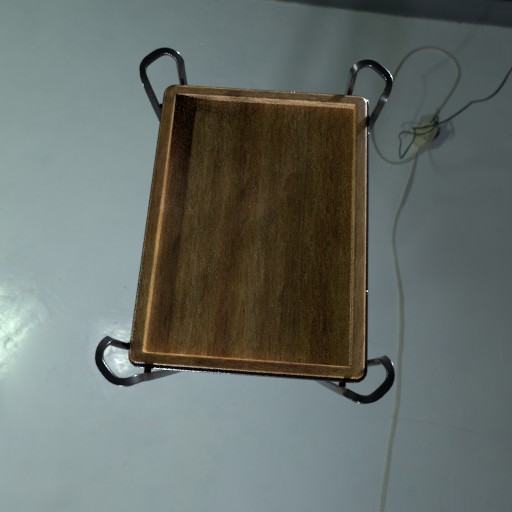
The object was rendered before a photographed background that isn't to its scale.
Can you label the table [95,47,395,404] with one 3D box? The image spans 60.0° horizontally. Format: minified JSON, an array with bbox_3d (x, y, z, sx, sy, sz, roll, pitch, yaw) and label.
[{"bbox_3d":[0.000,0.000,1.189,0.505,0.785,0.672,4,76,1],"label":"table"}]
